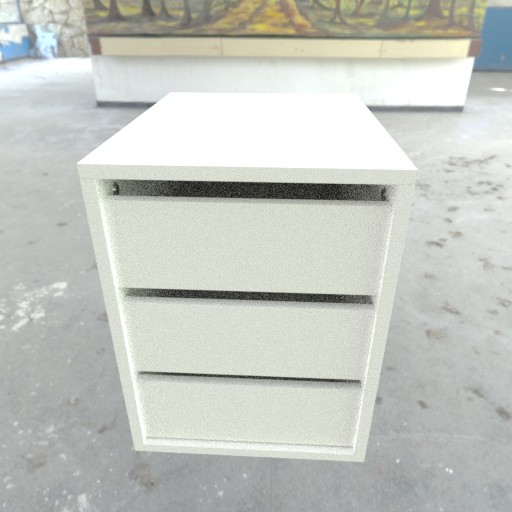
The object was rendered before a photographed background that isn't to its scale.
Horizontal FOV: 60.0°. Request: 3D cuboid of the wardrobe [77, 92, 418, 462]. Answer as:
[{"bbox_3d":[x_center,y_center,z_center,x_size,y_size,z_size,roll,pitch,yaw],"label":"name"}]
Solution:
[{"bbox_3d":[0.000,0.000,0.861,0.400,0.520,0.500,2,29,3],"label":"wardrobe"}]
